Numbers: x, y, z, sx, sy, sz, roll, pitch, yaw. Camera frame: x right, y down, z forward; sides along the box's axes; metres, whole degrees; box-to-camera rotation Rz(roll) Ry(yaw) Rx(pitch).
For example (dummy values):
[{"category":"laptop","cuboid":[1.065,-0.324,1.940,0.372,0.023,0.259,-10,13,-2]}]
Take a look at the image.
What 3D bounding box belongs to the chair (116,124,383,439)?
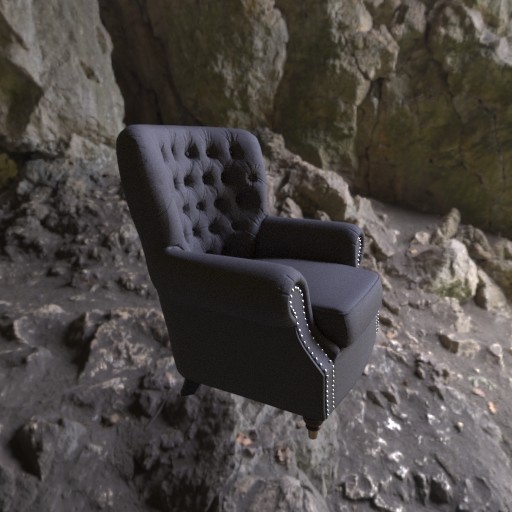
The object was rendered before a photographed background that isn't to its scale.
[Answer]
[{"category":"chair","cuboid":[0.000,0.000,1.836,0.983,1.046,0.983,8,17,26]}]
